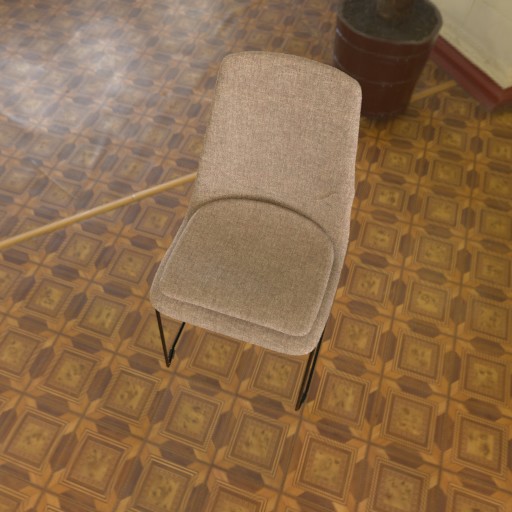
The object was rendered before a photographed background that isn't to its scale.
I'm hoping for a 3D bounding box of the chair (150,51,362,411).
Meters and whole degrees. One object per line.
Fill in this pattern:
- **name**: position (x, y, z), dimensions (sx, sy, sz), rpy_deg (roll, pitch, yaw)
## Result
- **chair**: position (0.000, 0.000, 1.183), dimensions (0.479, 0.858, 0.518), rpy_deg (16, 60, 10)
